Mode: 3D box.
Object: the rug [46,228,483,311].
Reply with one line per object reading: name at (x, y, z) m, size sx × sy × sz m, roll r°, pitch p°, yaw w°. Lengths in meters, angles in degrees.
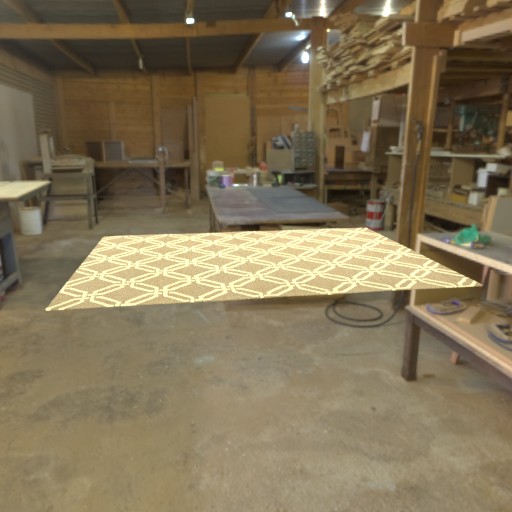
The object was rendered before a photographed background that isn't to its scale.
rug at (0.000, 0.000, 4.559) m, size 3.419 × 0.020 × 2.441 m, roll -2°, pitch 15°, yaw -9°
